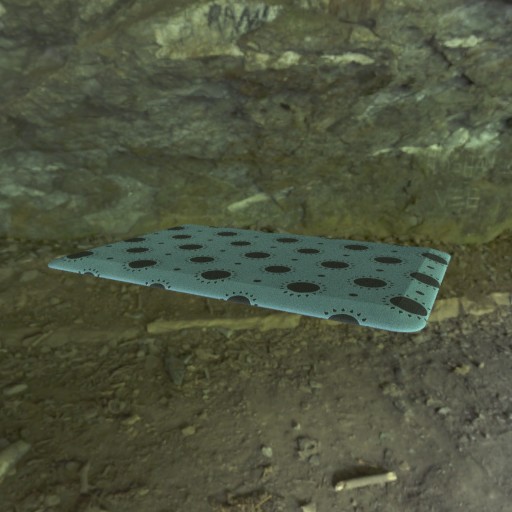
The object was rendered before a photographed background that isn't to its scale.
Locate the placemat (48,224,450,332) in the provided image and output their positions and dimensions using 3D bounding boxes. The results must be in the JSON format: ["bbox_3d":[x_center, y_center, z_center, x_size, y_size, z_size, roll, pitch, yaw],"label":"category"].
[{"bbox_3d":[0.000,0.000,0.979,0.762,0.021,0.508,7,16,26],"label":"placemat"}]
